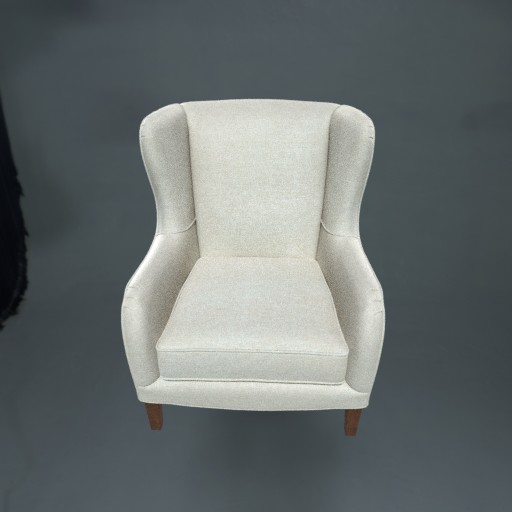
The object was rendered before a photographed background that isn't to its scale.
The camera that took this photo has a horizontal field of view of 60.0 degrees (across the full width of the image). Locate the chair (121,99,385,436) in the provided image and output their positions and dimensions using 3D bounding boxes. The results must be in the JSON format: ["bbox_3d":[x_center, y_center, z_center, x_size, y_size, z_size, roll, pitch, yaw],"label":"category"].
[{"bbox_3d":[0.000,0.000,1.757,0.838,1.040,0.966,1,31,2],"label":"chair"}]
